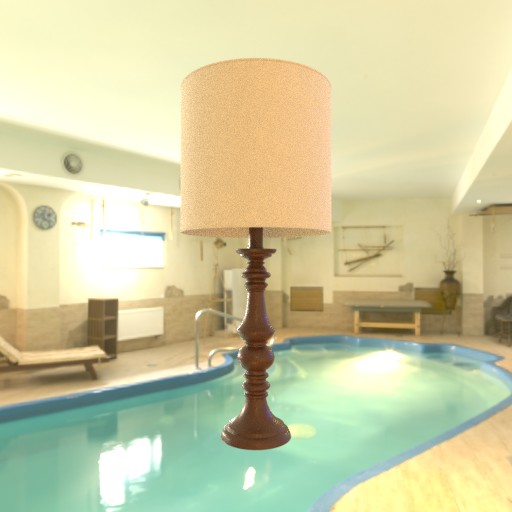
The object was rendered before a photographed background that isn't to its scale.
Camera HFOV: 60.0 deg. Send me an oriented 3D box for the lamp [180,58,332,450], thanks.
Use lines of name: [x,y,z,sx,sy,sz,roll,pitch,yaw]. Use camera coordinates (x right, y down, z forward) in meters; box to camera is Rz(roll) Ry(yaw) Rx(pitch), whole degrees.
lamp: [0.000,0.000,0.742,0.250,0.597,0.250,0,-1,19]
